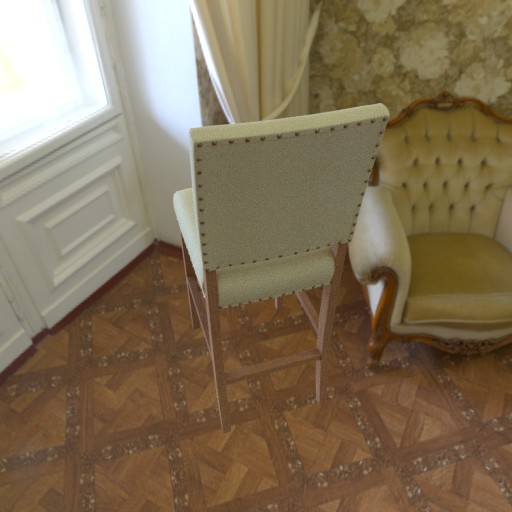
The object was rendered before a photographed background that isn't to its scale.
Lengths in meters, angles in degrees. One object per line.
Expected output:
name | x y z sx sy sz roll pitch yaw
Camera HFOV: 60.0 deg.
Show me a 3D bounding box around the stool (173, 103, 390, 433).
stool | 0.000 0.000 1.477 0.445 1.168 0.584 -12 42 -13
